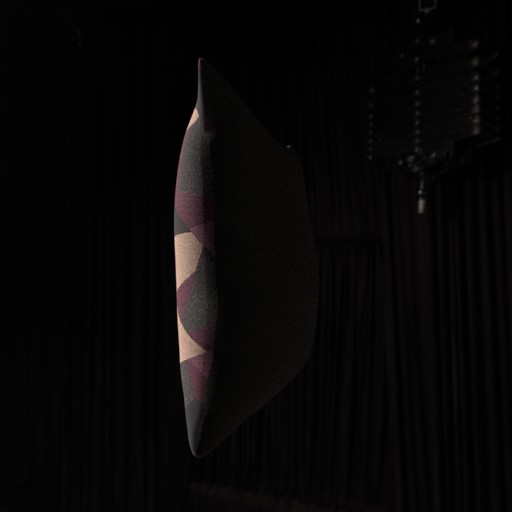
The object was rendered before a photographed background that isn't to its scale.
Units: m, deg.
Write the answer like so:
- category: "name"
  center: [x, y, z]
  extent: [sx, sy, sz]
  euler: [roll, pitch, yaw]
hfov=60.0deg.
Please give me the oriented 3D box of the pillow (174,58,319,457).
- category: "pillow"
  center: [0.000, 0.000, 0.775]
  extent: [0.208, 0.496, 0.503]
  euler: [0, 0, 18]
